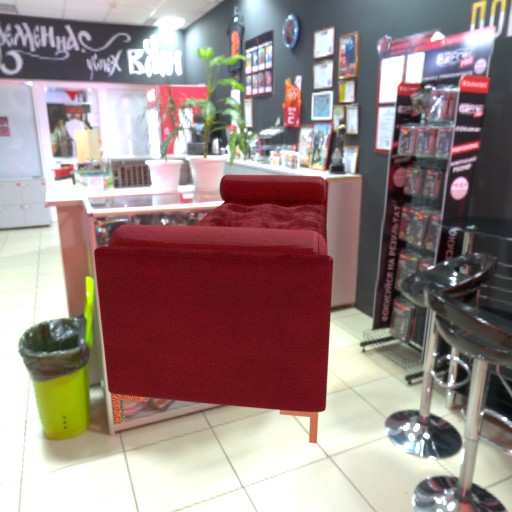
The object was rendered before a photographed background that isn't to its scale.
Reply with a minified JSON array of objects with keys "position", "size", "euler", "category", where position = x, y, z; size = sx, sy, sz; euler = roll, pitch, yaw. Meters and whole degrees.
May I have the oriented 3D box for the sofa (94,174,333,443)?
[{"position":[0.000,0.000,2.443],"size":[0.796,0.705,2.102],"euler":[2,16,8],"category":"sofa"}]
